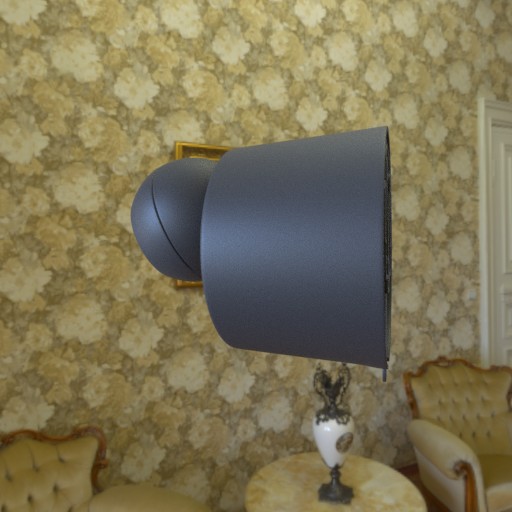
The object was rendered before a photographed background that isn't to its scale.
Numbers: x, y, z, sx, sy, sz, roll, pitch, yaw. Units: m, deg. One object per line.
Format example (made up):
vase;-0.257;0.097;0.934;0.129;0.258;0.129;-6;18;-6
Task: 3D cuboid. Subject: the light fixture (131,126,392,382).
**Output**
light fixture;0.000;0.000;0.277;0.160;0.143;0.134;0;0;18
